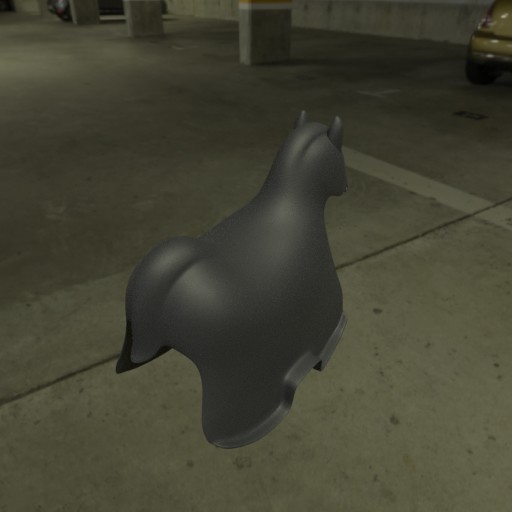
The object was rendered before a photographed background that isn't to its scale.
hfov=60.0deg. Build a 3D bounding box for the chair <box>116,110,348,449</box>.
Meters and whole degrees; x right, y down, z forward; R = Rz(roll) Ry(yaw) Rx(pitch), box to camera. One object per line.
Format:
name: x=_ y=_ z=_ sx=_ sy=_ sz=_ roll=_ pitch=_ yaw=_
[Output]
chair: x=0.000 y=0.000 z=1.128 sx=0.429 sy=0.612 sz=0.800 roll=22 pitch=38 yaw=32
